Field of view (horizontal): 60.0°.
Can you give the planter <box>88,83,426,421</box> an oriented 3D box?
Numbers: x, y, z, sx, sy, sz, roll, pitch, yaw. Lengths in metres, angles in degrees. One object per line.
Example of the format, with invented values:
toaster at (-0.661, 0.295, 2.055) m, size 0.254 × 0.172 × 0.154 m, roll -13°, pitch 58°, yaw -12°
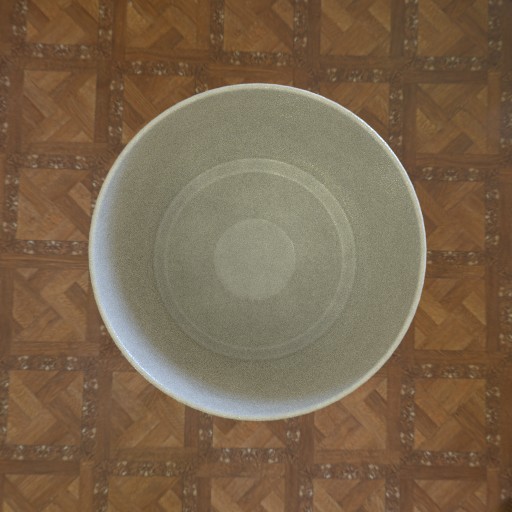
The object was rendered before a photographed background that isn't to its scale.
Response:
planter at (0.000, 0.000, 0.338) m, size 0.190 × 0.181 × 0.190 m, roll 0°, pitch 88°, yaw -1°
